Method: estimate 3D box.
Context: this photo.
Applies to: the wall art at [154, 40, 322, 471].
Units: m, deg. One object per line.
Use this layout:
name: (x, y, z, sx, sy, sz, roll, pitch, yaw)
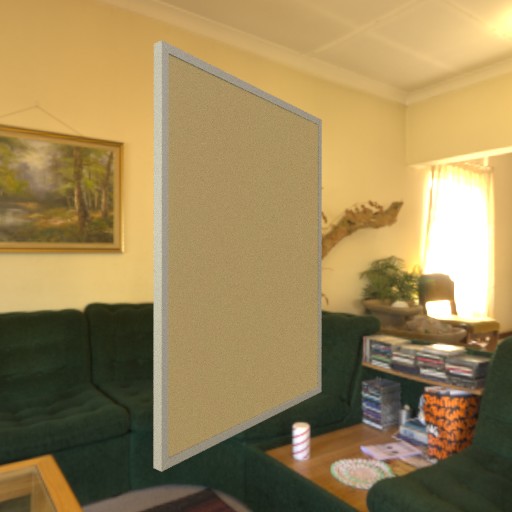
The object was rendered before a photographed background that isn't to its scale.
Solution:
wall art: (0.000, 0.000, 1.393, 0.034, 1.042, 0.789, 0, 0, 37)
